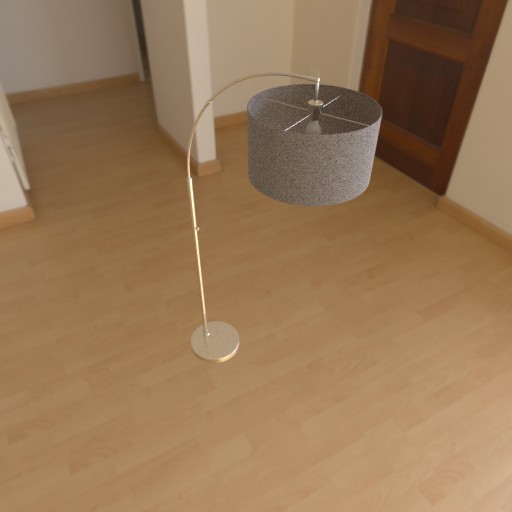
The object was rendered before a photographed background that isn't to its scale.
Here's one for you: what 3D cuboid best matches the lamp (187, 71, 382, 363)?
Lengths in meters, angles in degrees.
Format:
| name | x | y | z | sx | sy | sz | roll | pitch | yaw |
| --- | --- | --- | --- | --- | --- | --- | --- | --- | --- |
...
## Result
| name | x | y | z | sx | sy | sz | roll | pitch | yaw |
| --- | --- | --- | --- | --- | --- | --- | --- | --- | --- |
| lamp | 0.000 | 0.000 | 2.101 | 0.934 | 1.735 | 0.452 | 25 | 46 | 27 |
